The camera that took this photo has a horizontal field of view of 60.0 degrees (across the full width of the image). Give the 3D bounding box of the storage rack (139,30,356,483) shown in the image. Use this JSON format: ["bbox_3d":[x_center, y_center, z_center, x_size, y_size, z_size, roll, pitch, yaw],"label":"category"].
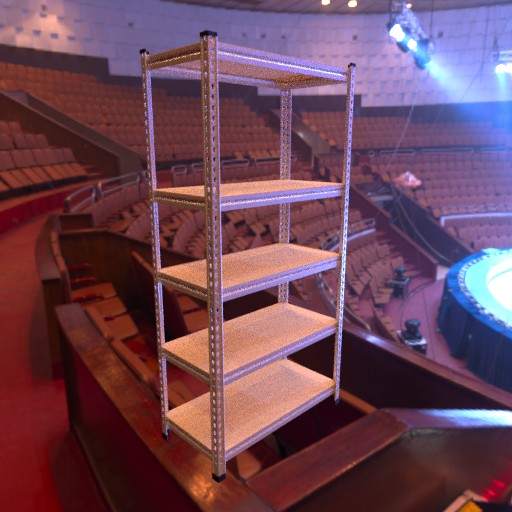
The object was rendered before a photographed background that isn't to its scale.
[{"bbox_3d":[0.000,0.000,2.202,0.914,1.829,0.457,-13,19,-43],"label":"storage rack"}]
